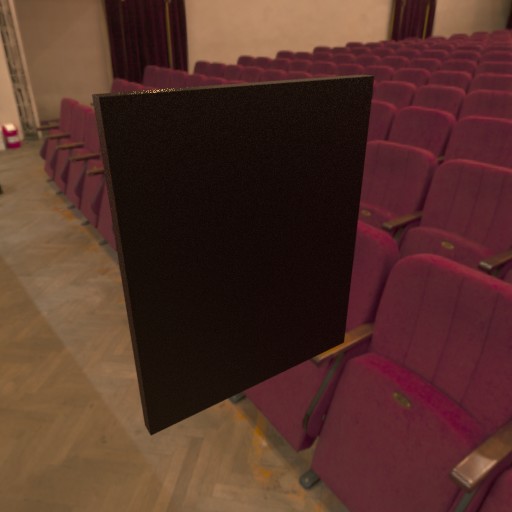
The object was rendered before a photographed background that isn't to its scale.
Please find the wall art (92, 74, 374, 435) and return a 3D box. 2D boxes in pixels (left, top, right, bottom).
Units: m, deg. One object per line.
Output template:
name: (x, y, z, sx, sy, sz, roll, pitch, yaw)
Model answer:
wall art: (0.000, 0.000, 0.764, 0.457, 0.557, 0.028, -17, 32, -30)
